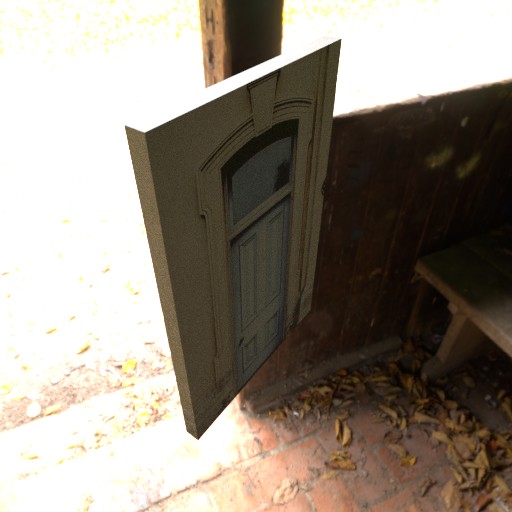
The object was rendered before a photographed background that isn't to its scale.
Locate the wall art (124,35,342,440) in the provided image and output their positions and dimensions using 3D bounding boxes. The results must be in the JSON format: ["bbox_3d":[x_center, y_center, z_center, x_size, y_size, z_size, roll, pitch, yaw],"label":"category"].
[{"bbox_3d":[0.000,0.000,0.949,0.038,0.764,0.508,25,47,27],"label":"wall art"}]
